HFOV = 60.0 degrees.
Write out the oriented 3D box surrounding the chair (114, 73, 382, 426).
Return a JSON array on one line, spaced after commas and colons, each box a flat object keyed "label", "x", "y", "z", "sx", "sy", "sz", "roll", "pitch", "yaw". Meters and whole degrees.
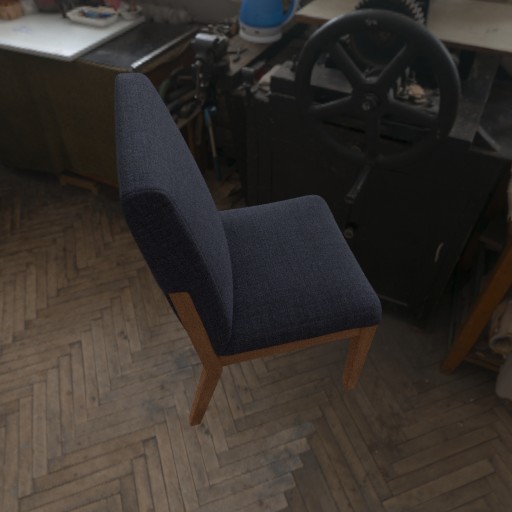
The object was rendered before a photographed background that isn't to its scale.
[{"label": "chair", "x": 0.000, "y": 0.000, "z": 1.245, "sx": 0.586, "sy": 0.911, "sz": 0.507, "roll": -10, "pitch": 47, "yaw": -9}]
